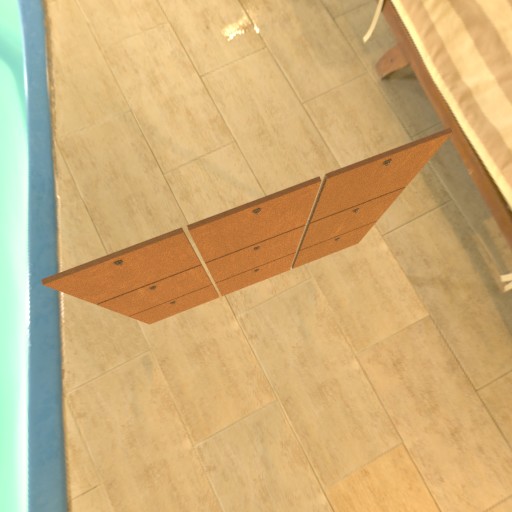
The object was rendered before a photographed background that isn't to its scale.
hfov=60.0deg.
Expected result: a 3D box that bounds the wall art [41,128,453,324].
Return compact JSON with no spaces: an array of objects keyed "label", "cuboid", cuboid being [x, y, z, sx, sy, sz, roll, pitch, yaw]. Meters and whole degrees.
[{"label":"wall art","cuboid":[0.000,0.000,1.364,0.915,0.913,0.018,-21,77,-5]}]
